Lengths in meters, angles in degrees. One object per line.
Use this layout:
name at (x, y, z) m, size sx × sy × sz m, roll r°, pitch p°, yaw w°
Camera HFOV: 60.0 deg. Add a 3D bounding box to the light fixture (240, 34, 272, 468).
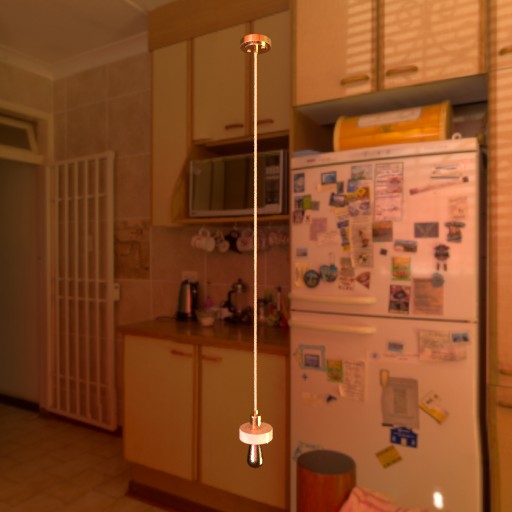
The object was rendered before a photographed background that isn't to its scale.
light fixture at (0.000, 0.000, 1.735) m, size 0.129 × 1.669 × 0.129 m, roll 0°, pitch 1°, yaw 0°
